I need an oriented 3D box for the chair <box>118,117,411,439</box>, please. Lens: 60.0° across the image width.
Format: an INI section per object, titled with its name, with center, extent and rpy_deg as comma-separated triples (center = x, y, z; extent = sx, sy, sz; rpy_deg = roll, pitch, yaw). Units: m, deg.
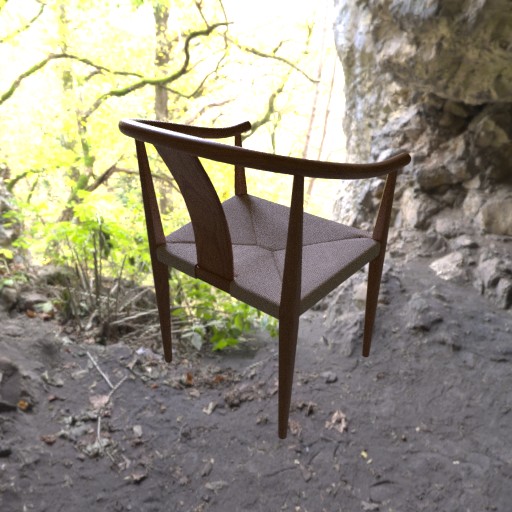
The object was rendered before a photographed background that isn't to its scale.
[chair]
center = 0.000, 0.000, 1.214
extent = 0.556, 0.800, 0.579
rpy_deg = 22, 37, 33
